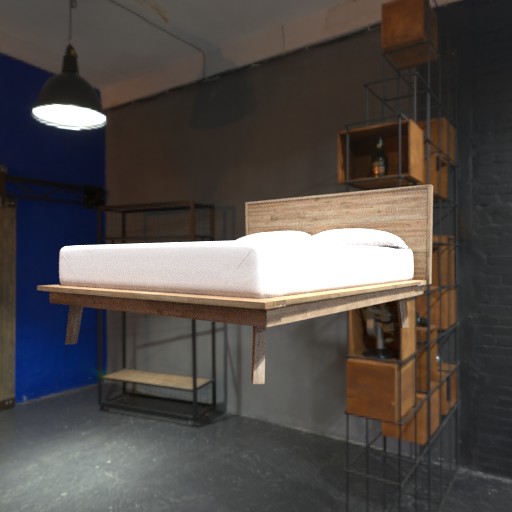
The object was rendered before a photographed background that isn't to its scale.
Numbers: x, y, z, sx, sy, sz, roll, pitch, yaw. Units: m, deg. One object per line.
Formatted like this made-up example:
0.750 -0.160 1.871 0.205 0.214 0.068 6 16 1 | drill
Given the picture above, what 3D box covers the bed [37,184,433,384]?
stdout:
0.000 0.000 3.025 1.759 1.071 2.145 0 0 37 | bed
